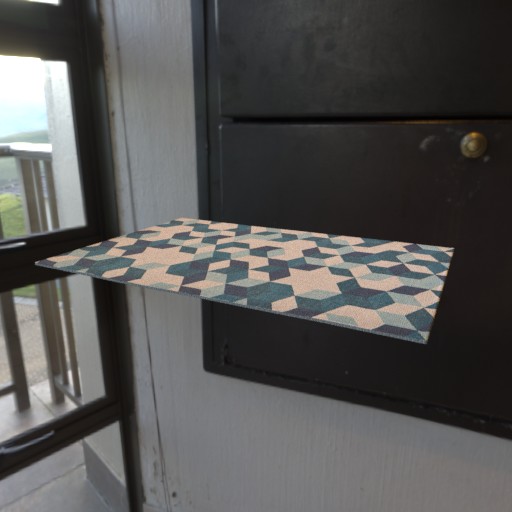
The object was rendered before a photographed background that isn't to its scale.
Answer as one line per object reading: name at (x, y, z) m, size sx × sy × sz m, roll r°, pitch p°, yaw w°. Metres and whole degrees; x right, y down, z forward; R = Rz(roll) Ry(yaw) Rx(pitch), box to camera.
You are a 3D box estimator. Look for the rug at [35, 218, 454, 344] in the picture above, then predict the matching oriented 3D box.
rug at (0.000, 0.000, 2.314) m, size 1.829 × 0.014 × 1.235 m, roll 8°, pitch 19°, yaw 26°
